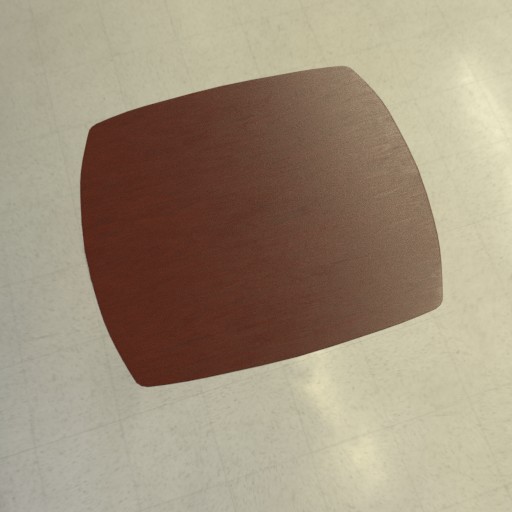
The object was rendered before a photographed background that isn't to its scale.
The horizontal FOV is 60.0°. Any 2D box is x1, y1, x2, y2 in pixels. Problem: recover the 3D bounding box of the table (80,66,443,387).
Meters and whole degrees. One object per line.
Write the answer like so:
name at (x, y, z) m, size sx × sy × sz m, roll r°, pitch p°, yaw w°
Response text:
table at (0.000, 0.000, 0.881) m, size 0.502 × 0.496 × 0.433 m, roll -14°, pitch 74°, yaw -4°
